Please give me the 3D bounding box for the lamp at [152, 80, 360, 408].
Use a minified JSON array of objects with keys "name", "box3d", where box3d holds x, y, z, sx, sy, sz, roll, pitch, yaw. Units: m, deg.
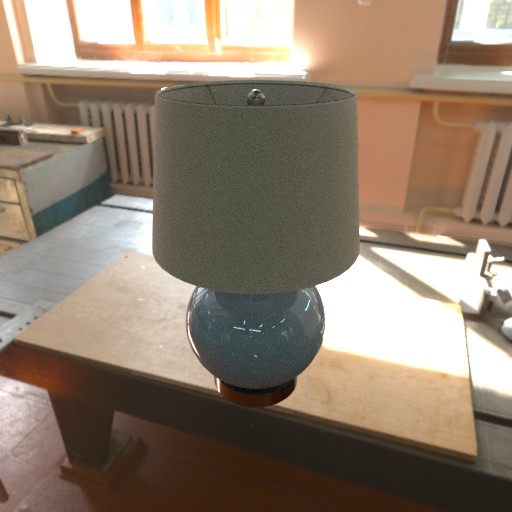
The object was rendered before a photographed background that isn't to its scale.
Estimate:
[{"name":"lamp","box3d":[0.000,0.000,0.547,0.247,0.387,0.247,0,27,0]}]
